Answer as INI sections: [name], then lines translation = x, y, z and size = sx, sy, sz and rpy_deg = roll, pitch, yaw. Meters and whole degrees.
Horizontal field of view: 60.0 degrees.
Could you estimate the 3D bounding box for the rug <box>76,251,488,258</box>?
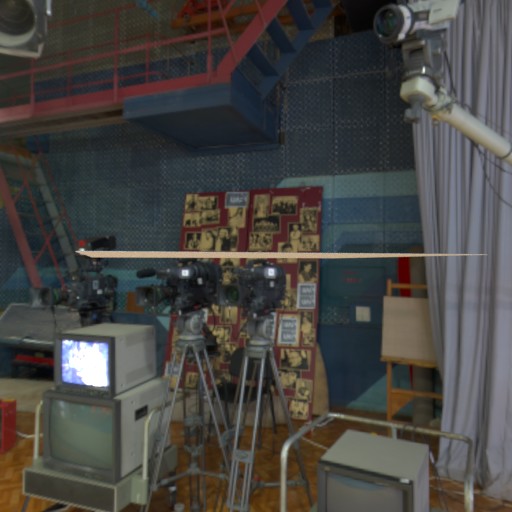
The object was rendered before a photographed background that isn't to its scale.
[rug]
translation = 0.000, 0.000, 4.008
size = 2.880, 0.005, 2.391
rpy_deg = 0, -1, -18
